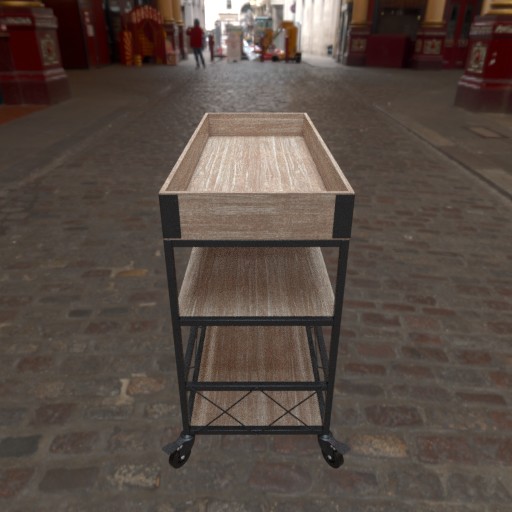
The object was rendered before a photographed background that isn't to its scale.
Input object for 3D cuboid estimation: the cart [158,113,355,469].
[{"bbox_3d":[0.000,0.000,1.511,0.500,0.787,1.101,0,27,0],"label":"cart"}]
